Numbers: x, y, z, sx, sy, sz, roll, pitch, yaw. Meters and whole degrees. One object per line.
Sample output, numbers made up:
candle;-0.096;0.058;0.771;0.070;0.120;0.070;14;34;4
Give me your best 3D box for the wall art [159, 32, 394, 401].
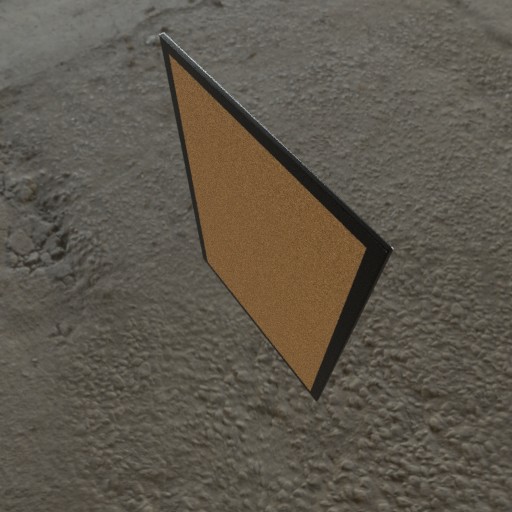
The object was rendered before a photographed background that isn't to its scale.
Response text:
wall art;0.000;0.000;1.250;0.013;0.967;0.707;-32;64;-18
